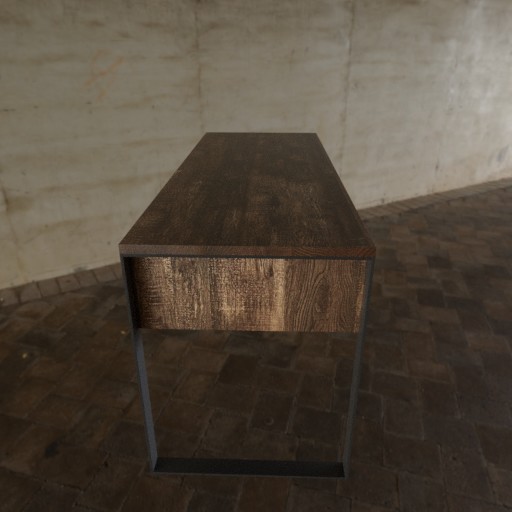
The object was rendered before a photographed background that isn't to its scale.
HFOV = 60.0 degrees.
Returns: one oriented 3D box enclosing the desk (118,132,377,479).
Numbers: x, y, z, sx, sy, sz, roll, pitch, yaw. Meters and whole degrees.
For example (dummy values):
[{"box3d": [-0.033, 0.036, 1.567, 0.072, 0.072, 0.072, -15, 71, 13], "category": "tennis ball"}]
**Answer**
[{"box3d": [0.000, 0.000, 1.869, 0.599, 0.762, 1.524, 1, 25, 2], "category": "desk"}]
